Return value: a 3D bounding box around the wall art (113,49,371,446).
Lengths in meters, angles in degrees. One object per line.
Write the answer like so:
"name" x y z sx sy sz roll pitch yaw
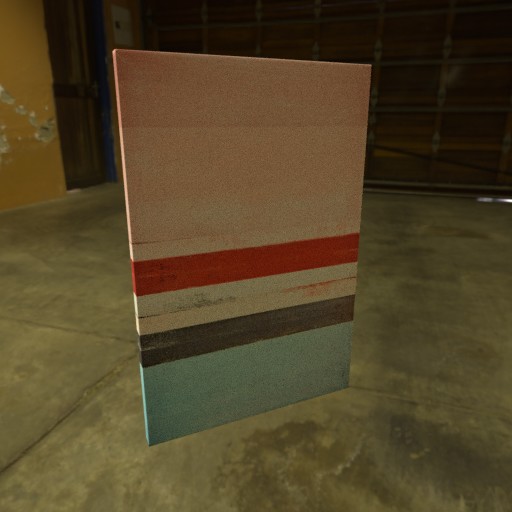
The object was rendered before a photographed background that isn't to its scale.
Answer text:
"wall art" 0.000 0.000 1.118 0.610 0.914 0.038 -8 19 -24
